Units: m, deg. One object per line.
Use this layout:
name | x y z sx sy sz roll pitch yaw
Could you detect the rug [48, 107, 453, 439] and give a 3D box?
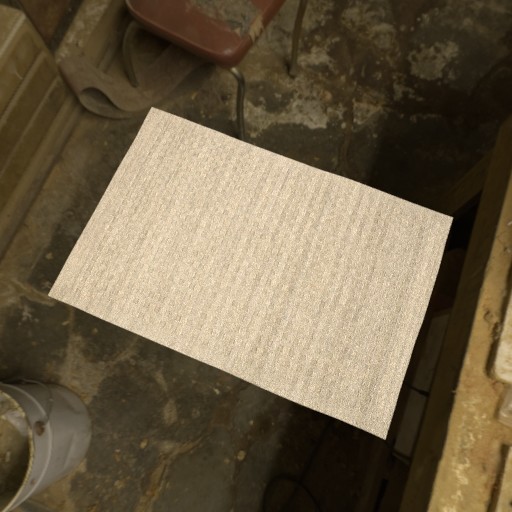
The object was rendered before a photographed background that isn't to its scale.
rug | 0.000 0.000 2.953 2.297 0.018 1.532 22 75 6
